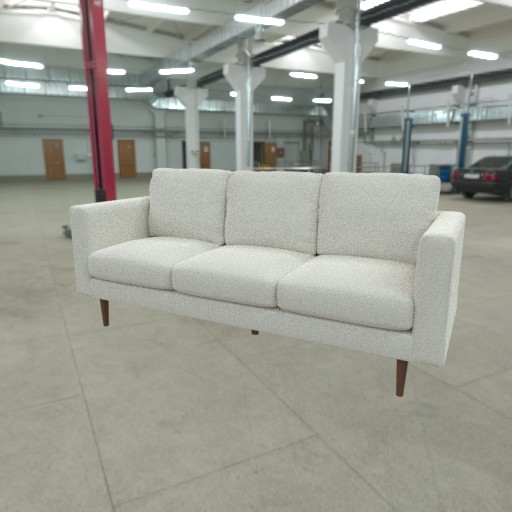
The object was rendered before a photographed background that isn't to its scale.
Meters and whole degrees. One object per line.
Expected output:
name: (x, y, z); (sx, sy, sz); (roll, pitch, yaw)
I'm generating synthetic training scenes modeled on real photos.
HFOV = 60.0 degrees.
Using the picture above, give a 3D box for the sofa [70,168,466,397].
sofa: (0.000, 0.000, 2.440); (2.029, 0.912, 0.802); (7, 15, 27)
